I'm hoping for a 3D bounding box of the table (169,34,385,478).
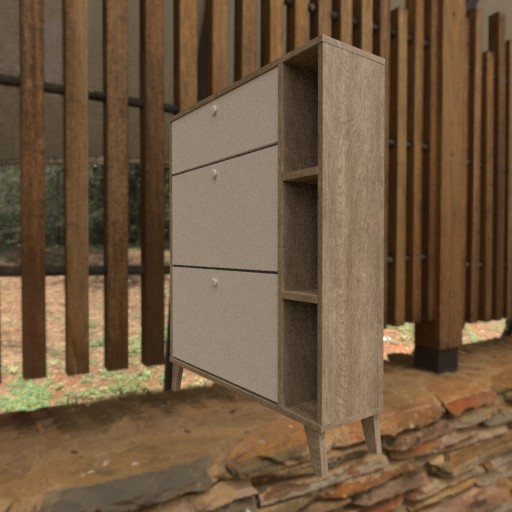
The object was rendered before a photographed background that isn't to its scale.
[{"bbox_3d":[0.000,0.000,1.565,0.256,1.135,0.902,-1,1,-36],"label":"table"}]
